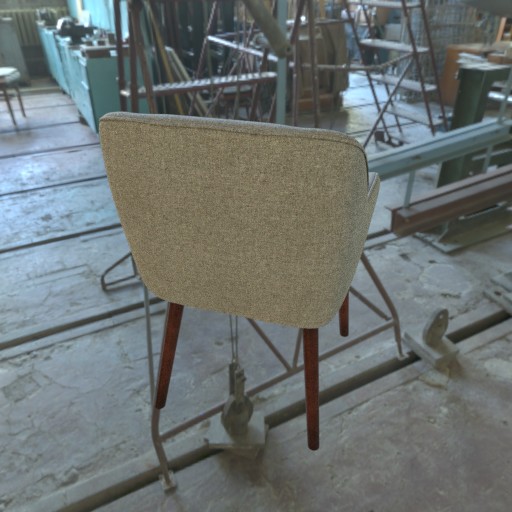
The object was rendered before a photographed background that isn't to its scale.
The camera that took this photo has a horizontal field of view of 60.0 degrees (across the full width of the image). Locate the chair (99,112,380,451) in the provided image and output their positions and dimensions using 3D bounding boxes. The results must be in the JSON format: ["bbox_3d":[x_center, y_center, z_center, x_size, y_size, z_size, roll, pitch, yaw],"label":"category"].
[{"bbox_3d":[0.000,0.000,1.119,0.543,0.803,0.519,9,34,14],"label":"chair"}]
